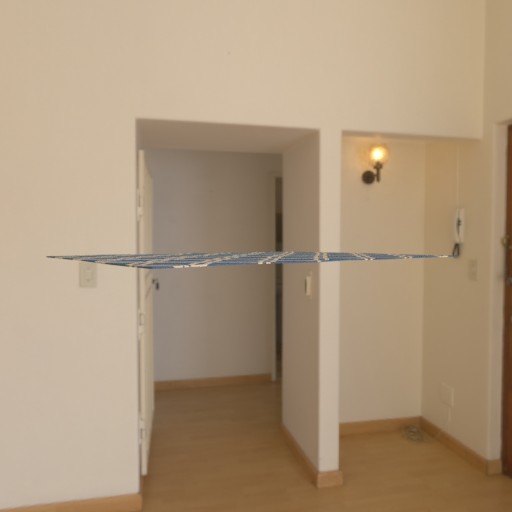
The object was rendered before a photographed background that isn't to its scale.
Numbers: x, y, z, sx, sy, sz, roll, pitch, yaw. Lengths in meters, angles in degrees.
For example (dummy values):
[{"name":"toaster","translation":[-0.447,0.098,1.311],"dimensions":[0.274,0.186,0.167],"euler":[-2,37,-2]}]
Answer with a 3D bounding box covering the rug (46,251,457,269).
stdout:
[{"name":"rug","translation":[0.000,0.000,2.795],"dimensions":[2.135,0.013,1.524],"euler":[-1,2,-38]}]
